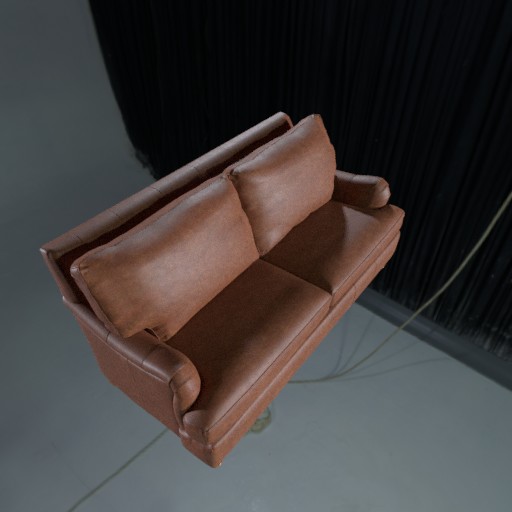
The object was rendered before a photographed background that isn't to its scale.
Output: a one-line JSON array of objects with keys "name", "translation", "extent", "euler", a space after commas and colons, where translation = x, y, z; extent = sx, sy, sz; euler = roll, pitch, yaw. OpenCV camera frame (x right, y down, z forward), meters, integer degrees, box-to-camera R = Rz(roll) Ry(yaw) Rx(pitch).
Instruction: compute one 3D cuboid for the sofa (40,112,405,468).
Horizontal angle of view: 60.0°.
[{"name": "sofa", "translation": [0.000, 0.000, 2.803], "extent": [1.147, 1.071, 2.144], "euler": [27, 48, 27]}]
